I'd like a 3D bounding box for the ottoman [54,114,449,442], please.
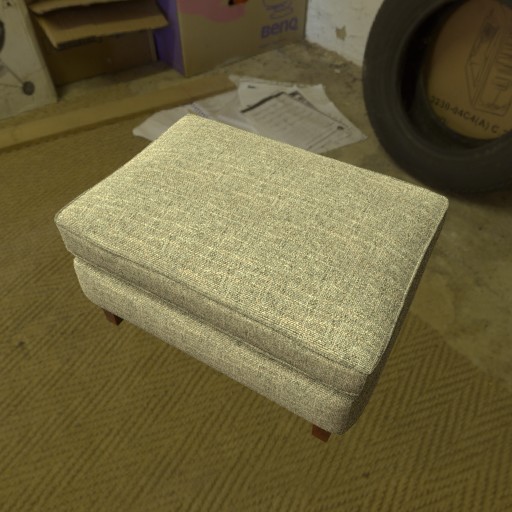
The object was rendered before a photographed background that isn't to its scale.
[{"bbox_3d":[0.000,0.000,0.999,0.686,0.406,0.508,23,52,20],"label":"ottoman"}]
